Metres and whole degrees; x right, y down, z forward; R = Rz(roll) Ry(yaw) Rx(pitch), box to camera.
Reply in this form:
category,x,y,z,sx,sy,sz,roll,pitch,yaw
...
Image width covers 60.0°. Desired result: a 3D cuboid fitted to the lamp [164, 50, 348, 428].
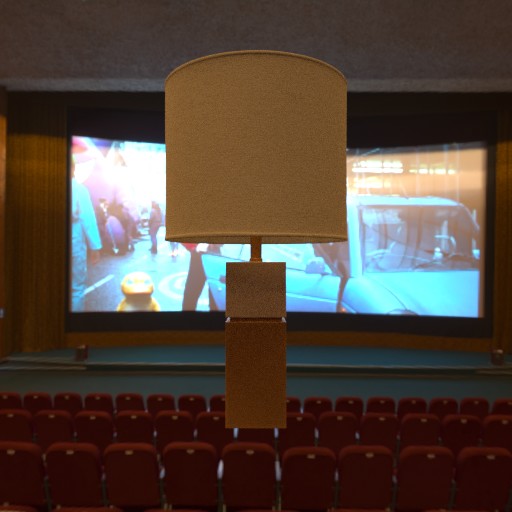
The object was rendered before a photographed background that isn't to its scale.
category,x,y,z,sx,sy,sz,roll,pitch,yaw
lamp,0.000,0.000,0.564,0.229,0.417,0.229,0,-1,0
